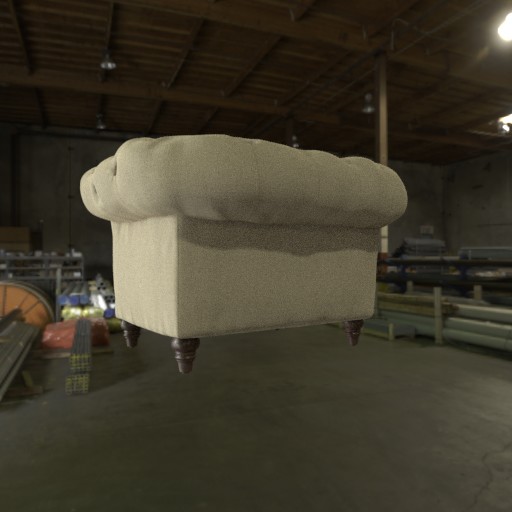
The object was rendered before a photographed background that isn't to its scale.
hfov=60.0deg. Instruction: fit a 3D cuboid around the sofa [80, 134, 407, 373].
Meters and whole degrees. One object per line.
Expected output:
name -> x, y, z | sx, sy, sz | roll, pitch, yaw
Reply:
sofa -> 0.000, 0.000, 2.059 | 1.405, 0.878, 1.034 | 0, 0, -35
